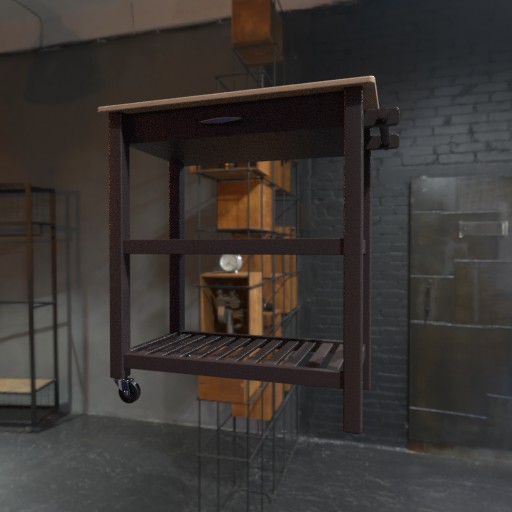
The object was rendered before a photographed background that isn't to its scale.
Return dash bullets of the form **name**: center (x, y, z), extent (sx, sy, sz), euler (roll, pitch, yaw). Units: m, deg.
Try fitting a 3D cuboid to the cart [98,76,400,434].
- **cart**: center (0.000, 0.000, 1.466), extent (0.899, 0.927, 0.457), euler (0, 1, 18)
